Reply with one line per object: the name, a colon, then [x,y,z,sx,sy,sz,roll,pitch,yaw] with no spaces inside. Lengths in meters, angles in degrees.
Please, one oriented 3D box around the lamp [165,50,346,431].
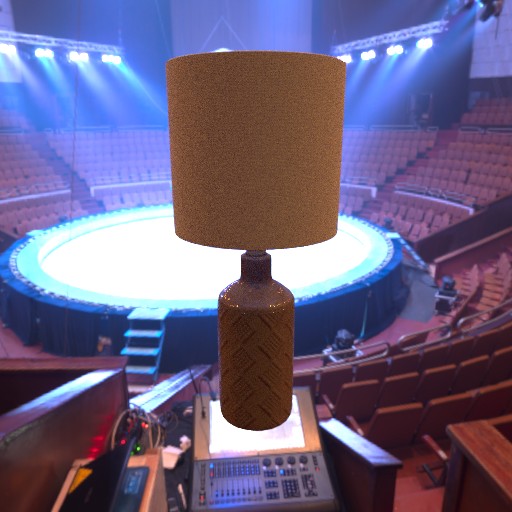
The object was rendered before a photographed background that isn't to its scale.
lamp: [0.000,0.000,0.579,0.207,0.461,0.207,-3,16,-10]
